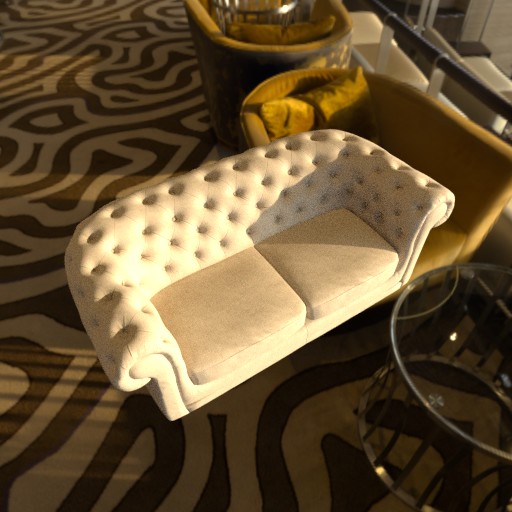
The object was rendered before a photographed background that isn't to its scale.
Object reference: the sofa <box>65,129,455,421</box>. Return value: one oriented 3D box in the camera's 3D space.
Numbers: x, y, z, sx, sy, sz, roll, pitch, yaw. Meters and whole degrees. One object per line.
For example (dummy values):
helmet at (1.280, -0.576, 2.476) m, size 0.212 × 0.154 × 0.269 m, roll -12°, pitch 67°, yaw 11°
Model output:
sofa at (0.000, 0.000, 2.579) m, size 1.988 × 0.835 × 1.069 m, roll -25°, pitch 52°, yaw -22°
